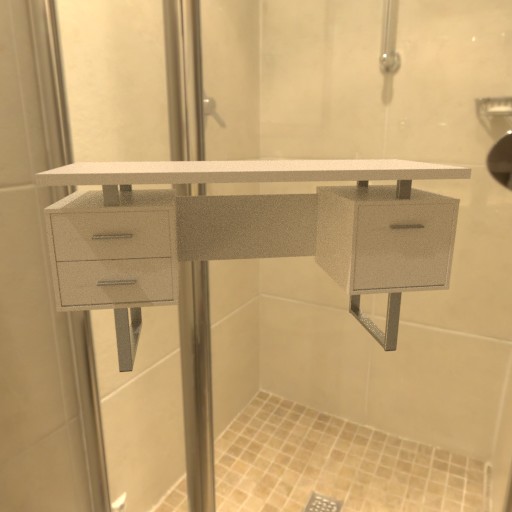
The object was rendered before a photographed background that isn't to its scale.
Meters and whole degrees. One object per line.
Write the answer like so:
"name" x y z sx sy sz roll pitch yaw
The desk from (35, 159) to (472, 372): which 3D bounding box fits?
"desk" 0.000 0.000 1.920 1.530 0.773 0.603 -2 16 -9
